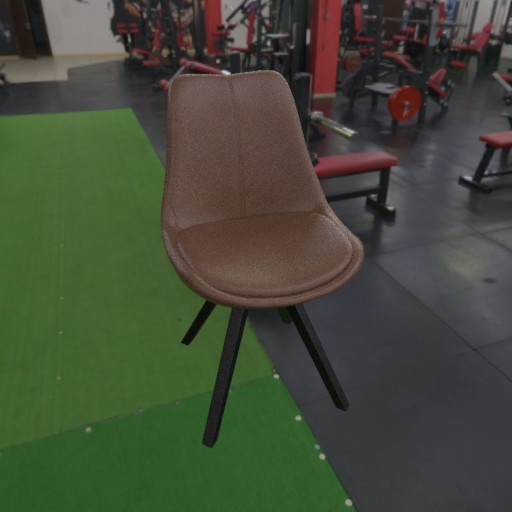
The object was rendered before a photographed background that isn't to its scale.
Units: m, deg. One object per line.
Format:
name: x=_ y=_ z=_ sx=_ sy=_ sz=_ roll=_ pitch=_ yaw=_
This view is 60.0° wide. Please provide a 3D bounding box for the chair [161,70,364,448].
chair: x=0.000 y=0.000 z=1.187 sx=0.475 sy=0.850 sz=0.550 roll=-9 pitch=32 yaw=-15
